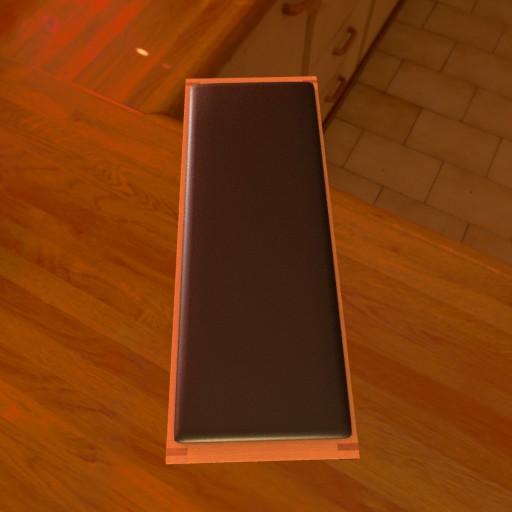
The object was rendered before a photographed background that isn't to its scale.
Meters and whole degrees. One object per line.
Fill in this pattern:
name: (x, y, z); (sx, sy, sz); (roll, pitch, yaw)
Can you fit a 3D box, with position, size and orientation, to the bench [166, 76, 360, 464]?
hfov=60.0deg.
bench: (0.000, 0.000, 1.427); (0.450, 0.430, 1.202); (-1, 65, -1)
